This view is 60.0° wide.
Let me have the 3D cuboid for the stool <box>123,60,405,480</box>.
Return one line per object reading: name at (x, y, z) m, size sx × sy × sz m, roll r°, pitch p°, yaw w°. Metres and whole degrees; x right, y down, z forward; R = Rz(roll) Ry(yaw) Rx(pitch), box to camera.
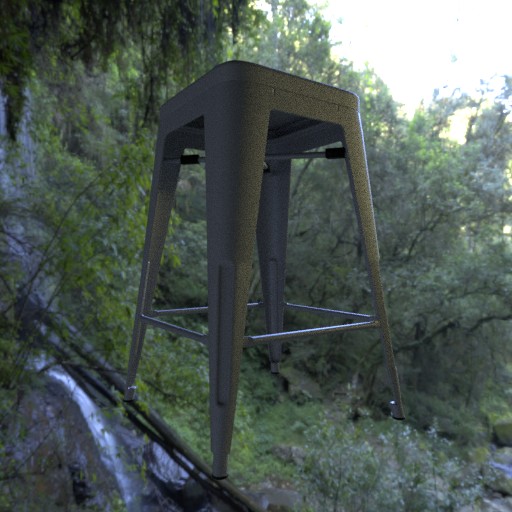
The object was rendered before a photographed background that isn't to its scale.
stool at (0.000, 0.000, 0.877) m, size 0.406 × 0.610 × 0.406 m, roll 0°, pitch 0°, yaw -34°
